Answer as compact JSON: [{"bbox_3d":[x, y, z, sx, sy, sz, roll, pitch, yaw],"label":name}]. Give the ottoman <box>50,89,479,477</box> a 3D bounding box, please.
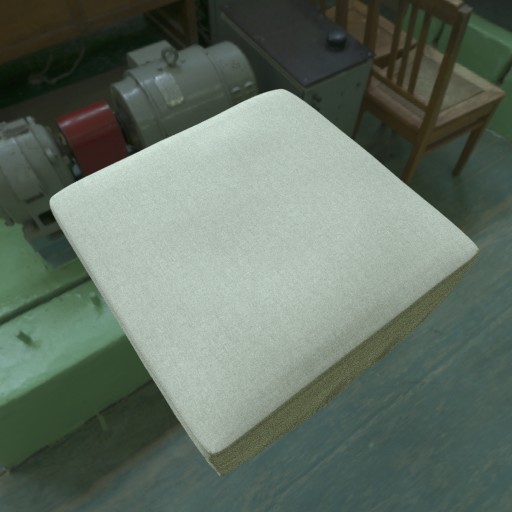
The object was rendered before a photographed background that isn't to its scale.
[{"bbox_3d":[0.000,0.000,1.293,0.843,0.436,0.840,-32,62,-19],"label":"ottoman"}]
